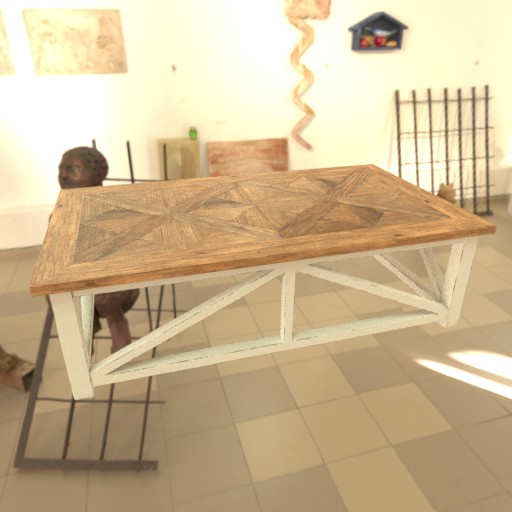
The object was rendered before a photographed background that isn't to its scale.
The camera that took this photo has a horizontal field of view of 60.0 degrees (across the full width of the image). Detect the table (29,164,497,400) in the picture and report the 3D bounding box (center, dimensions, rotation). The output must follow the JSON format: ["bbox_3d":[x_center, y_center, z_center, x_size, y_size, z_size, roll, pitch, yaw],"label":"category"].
[{"bbox_3d":[0.000,0.000,1.700,1.400,0.410,0.800,-7,27,-15],"label":"table"}]
